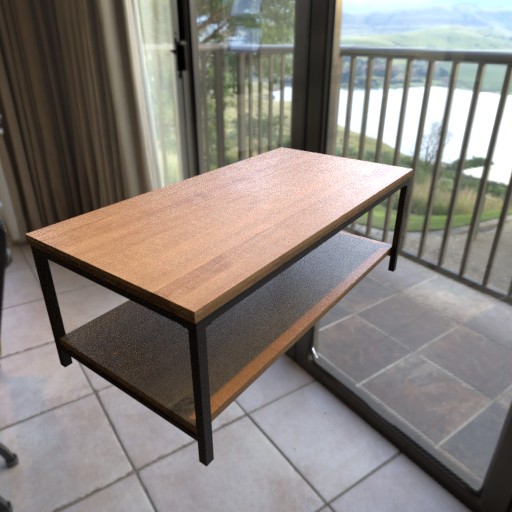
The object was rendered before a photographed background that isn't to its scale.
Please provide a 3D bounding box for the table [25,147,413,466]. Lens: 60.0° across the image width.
[{"bbox_3d":[0.000,0.000,1.391,0.551,0.399,1.100,19,32,32],"label":"table"}]
